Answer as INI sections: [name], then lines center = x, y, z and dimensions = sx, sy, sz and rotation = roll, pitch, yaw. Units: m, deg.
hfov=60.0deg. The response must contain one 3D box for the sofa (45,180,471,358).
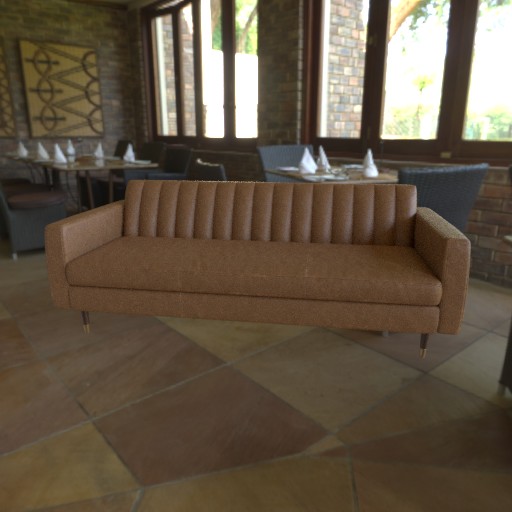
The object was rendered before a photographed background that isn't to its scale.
[sofa]
center = 0.000, 0.000, 2.764
dimensions = 2.291, 0.821, 0.990
rotation = 2, 16, 9
